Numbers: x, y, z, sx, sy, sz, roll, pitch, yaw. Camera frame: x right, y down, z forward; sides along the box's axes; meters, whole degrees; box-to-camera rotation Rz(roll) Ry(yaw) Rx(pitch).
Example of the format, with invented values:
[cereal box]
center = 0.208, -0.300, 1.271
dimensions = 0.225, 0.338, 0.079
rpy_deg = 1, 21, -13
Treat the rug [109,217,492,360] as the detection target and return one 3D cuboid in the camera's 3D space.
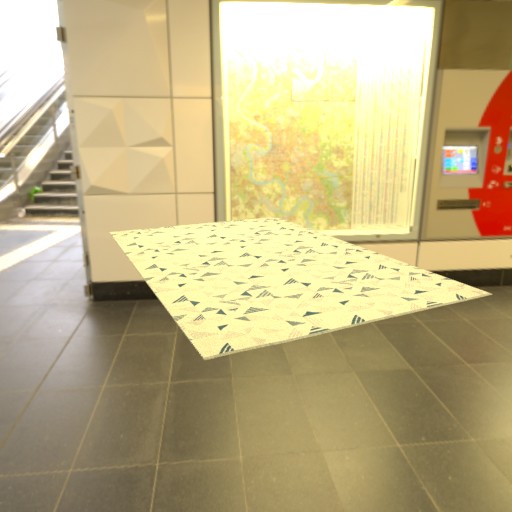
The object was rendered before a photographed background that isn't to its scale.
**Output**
[rug]
center = 0.000, 0.000, 2.295
dimensions = 1.206, 0.003, 1.835
rpy_deg = -8, 17, -25
